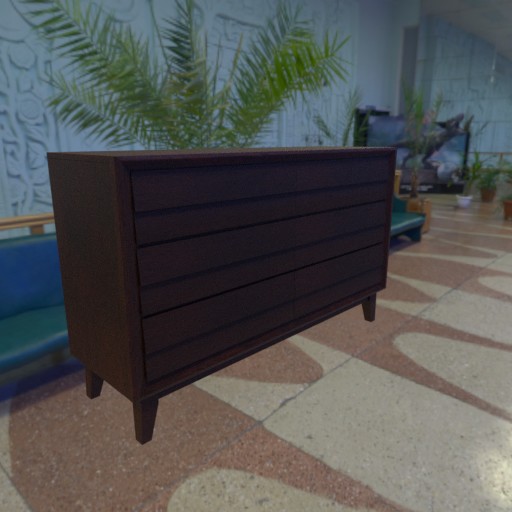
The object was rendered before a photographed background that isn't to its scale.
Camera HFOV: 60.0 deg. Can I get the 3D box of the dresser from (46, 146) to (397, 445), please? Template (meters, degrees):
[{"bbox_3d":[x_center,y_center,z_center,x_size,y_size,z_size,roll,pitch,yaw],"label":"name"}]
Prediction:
[{"bbox_3d":[0.000,0.000,2.075,1.609,0.971,0.499,-14,21,-43],"label":"dresser"}]
